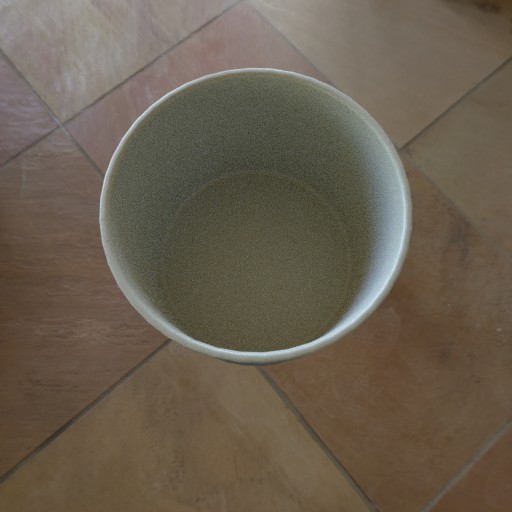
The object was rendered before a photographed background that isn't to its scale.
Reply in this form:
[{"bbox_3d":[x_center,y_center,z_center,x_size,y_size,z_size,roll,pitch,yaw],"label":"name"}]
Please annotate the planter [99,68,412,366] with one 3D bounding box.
[{"bbox_3d":[0.000,0.000,0.399,0.192,0.263,0.192,0,75,0],"label":"planter"}]
